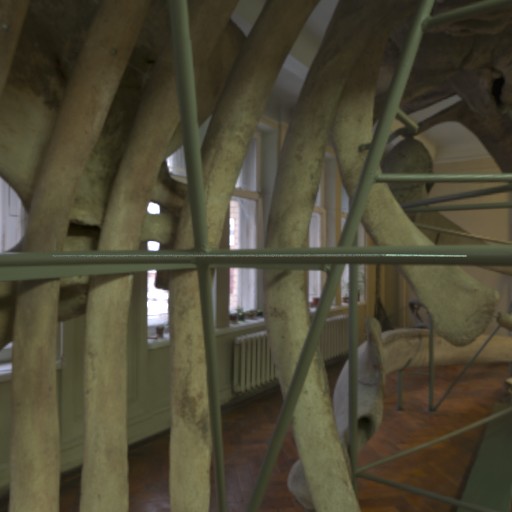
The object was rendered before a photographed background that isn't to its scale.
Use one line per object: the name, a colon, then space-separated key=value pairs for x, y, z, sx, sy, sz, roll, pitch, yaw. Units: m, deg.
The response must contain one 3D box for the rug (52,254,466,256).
rug: x=0.000 y=0.000 z=2.938 sx=2.286 sy=0.006 sz=1.522 roll=0 pitch=0 yaw=36
